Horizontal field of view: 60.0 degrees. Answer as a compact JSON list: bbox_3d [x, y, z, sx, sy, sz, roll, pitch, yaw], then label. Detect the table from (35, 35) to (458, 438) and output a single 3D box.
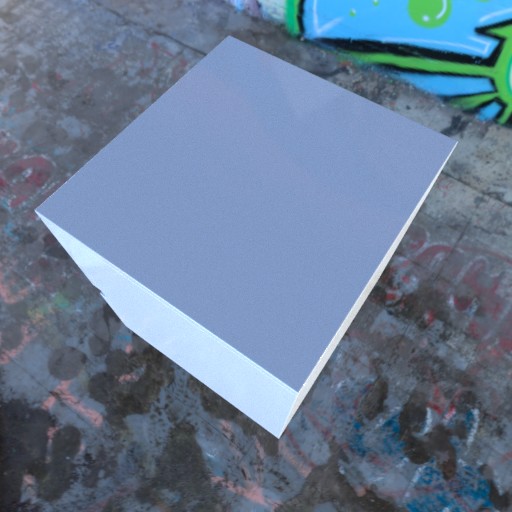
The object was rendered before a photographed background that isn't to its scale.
[{"bbox_3d":[0.000,0.000,0.802,0.400,0.470,0.420,32,67,15],"label":"table"}]
